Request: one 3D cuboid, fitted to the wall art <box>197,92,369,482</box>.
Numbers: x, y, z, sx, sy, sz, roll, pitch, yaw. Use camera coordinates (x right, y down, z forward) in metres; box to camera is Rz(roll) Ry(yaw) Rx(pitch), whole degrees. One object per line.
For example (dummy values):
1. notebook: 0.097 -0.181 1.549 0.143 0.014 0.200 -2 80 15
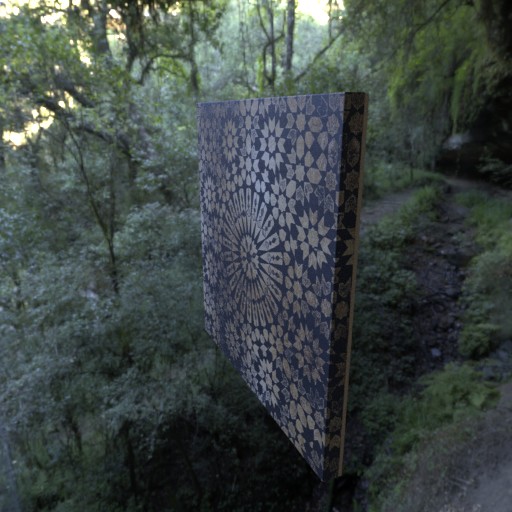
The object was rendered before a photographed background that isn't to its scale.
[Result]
1. wall art: 0.000 0.000 0.916 0.038 0.612 0.612 -8 19 -24
